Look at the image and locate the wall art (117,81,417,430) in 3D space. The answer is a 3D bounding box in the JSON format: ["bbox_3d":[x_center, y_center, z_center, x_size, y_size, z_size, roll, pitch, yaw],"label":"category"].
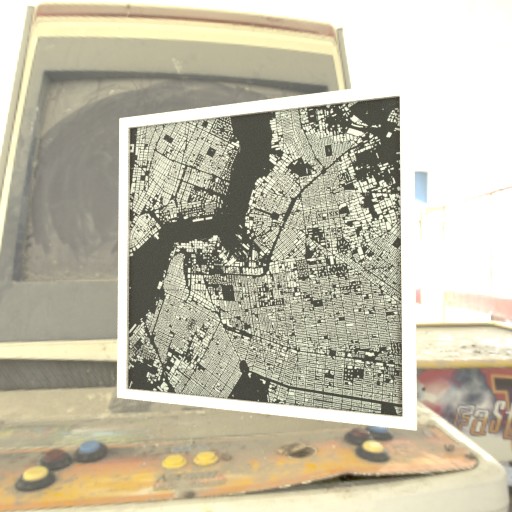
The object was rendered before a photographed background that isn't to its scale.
[{"bbox_3d":[0.000,0.000,0.452,0.305,0.305,0.037,-1,-2,19],"label":"wall art"}]
